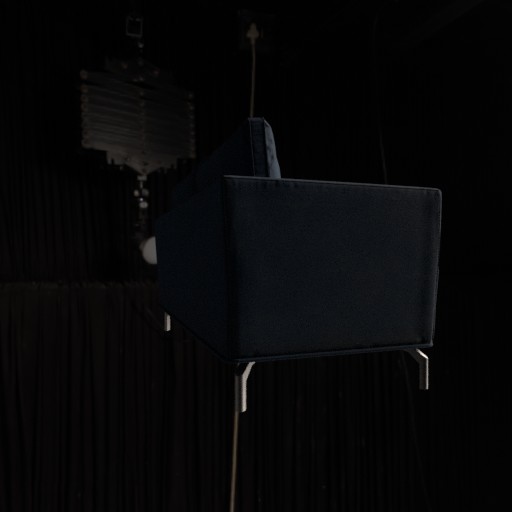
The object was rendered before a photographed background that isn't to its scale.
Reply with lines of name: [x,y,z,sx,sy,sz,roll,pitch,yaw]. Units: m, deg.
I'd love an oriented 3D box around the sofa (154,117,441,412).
sofa: [0.000,0.000,2.325,0.853,1.002,1.770,0,0,-19]
